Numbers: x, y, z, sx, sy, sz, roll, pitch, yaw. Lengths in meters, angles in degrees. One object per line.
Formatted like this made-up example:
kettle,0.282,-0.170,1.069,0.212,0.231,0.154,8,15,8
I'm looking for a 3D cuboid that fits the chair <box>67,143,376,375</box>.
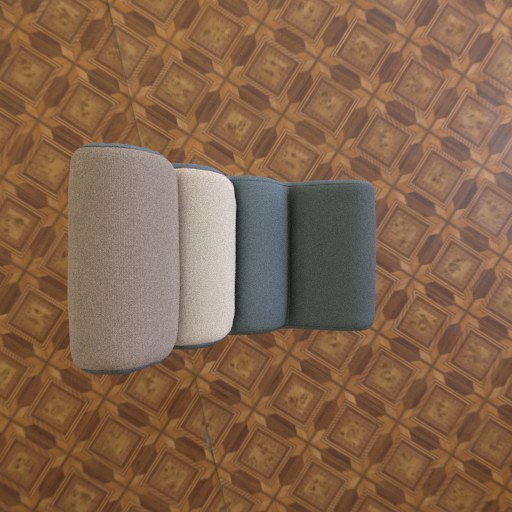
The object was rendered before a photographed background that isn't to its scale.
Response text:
chair,0.000,0.000,1.058,0.661,0.641,0.420,0,91,-1
